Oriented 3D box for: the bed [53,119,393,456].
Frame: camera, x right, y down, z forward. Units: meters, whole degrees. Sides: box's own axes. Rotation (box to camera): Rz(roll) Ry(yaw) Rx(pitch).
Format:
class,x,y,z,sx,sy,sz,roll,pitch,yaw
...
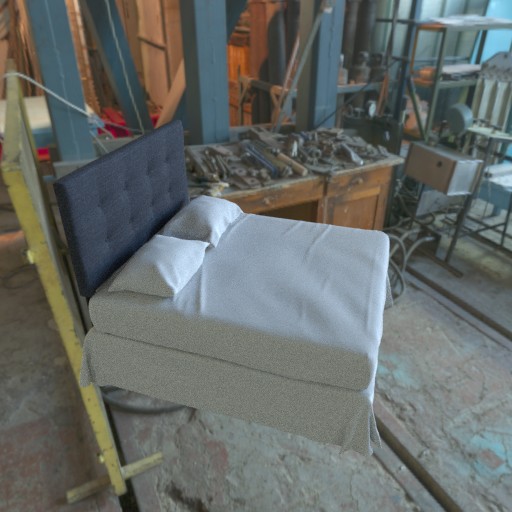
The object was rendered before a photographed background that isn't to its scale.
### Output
class,x,y,z,sx,sy,sz,roll,pitch,yaw
bed,0.000,0.000,3.436,2.222,1.577,1.936,9,32,15
